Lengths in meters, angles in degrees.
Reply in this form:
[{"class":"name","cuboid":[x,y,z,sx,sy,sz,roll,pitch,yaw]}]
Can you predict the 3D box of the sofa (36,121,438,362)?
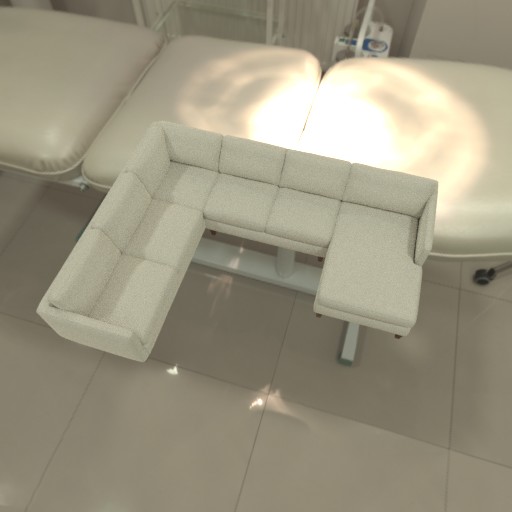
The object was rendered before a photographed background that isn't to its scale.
[{"class":"sofa","cuboid":[0.000,0.000,4.414,3.238,0.853,2.551,14,59,9]}]
